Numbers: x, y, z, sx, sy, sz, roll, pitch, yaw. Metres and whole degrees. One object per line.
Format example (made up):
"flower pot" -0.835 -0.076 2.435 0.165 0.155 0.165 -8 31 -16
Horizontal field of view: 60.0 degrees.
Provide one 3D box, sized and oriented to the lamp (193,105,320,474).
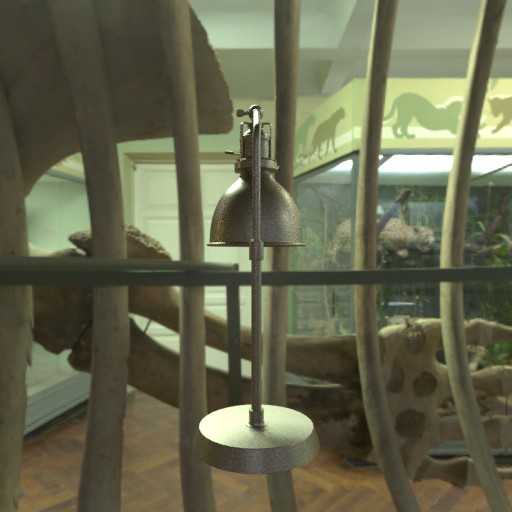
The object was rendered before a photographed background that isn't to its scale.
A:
"lamp" 0.000 0.000 0.606 0.153 0.456 0.286 0 0 0
